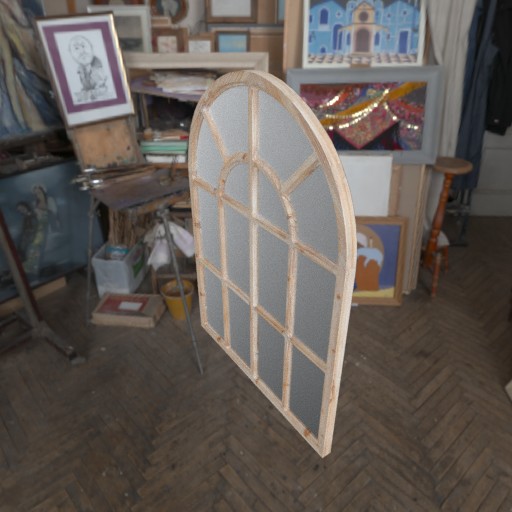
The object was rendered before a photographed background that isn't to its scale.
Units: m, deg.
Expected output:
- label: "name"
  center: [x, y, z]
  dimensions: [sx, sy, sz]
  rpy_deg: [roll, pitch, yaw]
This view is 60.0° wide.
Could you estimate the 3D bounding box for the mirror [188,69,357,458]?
- label: "mirror"
  center: [0.000, 0.000, 1.179]
  dimensions: [0.032, 0.920, 0.660]
  rpy_deg: [-20, 37, -29]
